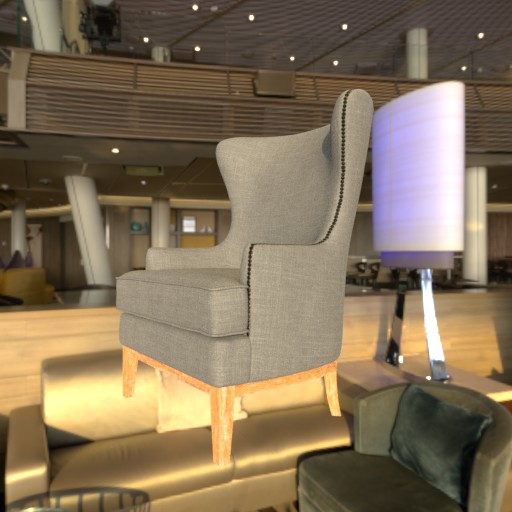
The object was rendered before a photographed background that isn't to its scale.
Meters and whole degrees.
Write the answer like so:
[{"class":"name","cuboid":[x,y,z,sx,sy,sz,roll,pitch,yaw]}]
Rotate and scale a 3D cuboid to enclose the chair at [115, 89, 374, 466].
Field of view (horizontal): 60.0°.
[{"class":"chair","cuboid":[0.000,0.000,1.787,0.883,1.176,0.864,0,0,-36]}]
